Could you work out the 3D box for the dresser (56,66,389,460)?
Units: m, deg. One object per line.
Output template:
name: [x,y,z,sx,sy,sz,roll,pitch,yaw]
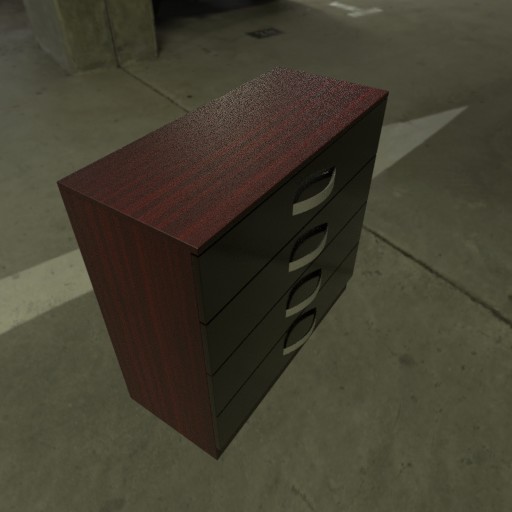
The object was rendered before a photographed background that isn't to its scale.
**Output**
dresser: [0.000,0.000,1.192,0.360,0.720,0.750,24,47,25]
